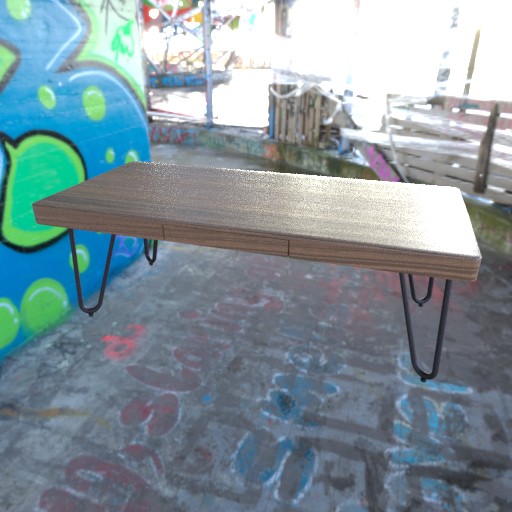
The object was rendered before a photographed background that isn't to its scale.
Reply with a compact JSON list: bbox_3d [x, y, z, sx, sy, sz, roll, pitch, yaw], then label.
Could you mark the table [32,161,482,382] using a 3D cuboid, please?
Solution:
[{"bbox_3d":[0.000,0.000,1.649,1.375,0.468,0.637,8,27,16],"label":"table"}]
